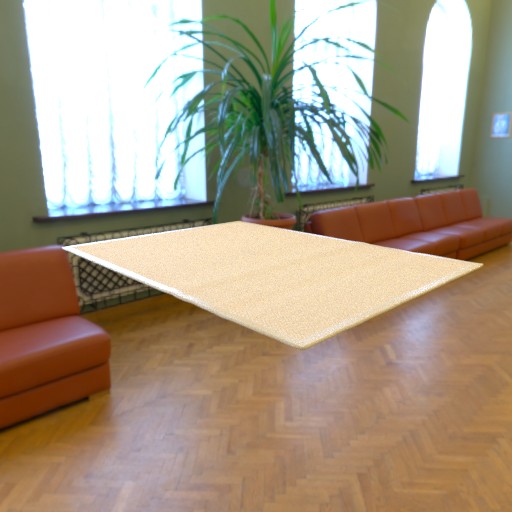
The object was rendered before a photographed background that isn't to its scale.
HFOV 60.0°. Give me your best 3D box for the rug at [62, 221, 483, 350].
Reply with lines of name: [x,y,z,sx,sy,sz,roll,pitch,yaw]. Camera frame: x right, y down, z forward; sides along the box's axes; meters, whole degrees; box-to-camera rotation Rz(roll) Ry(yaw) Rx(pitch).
rug: [0.000,0.000,4.748,2.734,0.037,3.659,-13,19,-42]
